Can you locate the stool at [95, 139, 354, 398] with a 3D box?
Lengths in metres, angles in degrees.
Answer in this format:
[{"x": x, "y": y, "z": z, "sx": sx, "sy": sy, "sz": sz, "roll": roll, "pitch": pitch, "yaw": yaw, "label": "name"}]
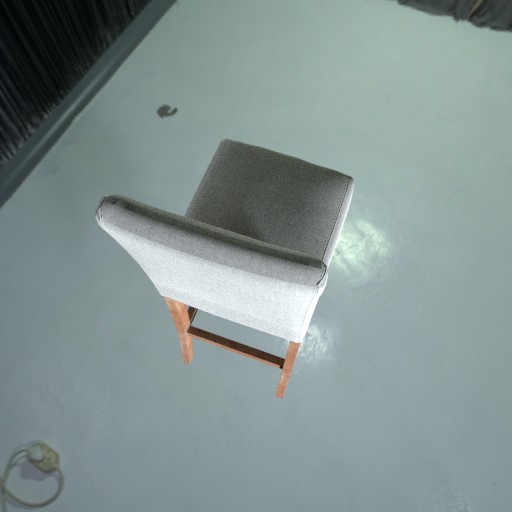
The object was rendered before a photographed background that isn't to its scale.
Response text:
[{"x": 0.000, "y": 0.000, "z": 1.335, "sx": 0.439, "sy": 1.088, "sz": 0.570, "roll": 18, "pitch": 65, "yaw": 9, "label": "stool"}]
